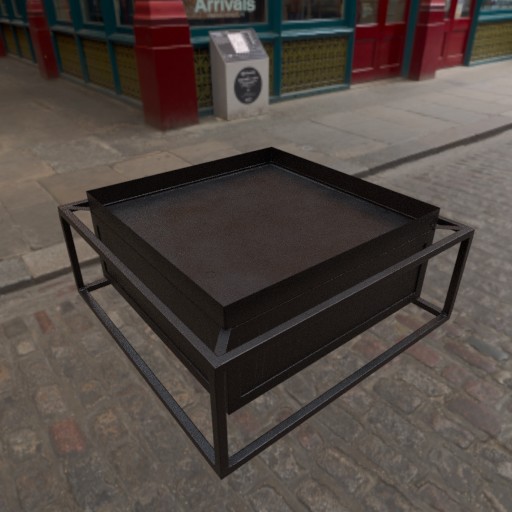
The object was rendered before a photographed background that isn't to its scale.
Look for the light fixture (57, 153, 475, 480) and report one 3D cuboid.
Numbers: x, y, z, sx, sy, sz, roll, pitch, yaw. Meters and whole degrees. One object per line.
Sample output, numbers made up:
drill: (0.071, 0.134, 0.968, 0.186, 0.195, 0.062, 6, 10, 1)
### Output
light fixture: (0.000, 0.000, 0.690, 0.441, 0.191, 0.441, -22, 37, -32)
